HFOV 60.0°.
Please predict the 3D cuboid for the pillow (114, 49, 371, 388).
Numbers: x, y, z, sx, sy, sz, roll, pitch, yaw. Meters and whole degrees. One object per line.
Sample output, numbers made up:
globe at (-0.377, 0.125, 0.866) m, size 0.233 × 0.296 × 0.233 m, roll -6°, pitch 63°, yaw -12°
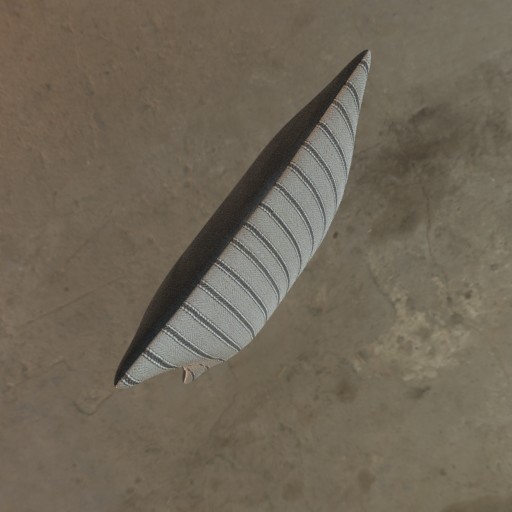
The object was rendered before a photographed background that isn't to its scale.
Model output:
pillow at (0.000, 0.000, 0.678) m, size 0.138 × 0.444 × 0.468 m, roll 34°, pitch 78°, yaw 8°
